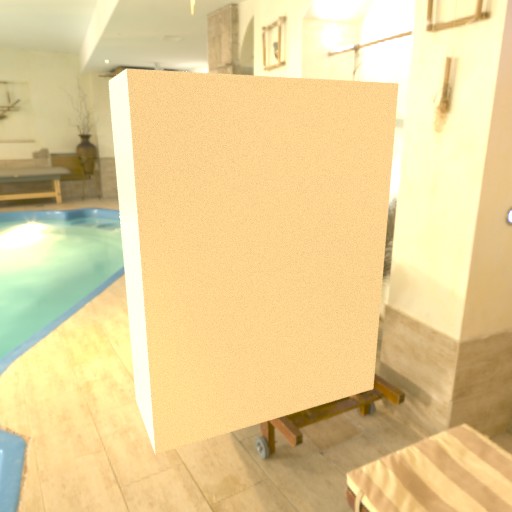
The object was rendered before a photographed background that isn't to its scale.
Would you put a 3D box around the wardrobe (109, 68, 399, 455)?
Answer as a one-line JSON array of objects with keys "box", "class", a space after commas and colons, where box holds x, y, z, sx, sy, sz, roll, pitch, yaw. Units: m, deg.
[{"box": [0.000, 0.000, 1.638, 0.900, 1.200, 0.360, -7, 18, -24], "class": "wardrobe"}]
